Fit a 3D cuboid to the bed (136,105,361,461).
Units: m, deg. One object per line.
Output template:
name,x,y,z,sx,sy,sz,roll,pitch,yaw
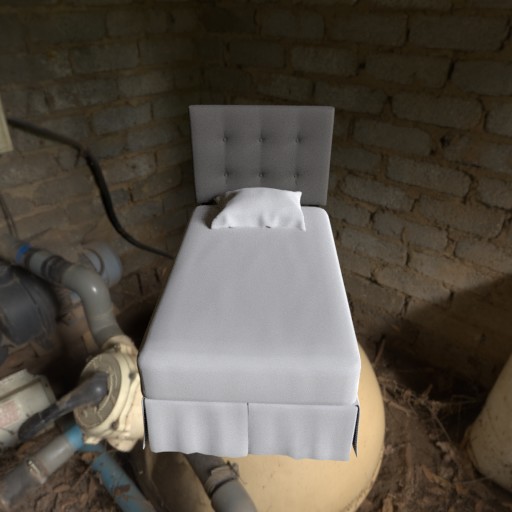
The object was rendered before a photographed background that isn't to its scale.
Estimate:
bed,0.000,0.000,3.018,1.261,1.571,1.997,1,31,2
